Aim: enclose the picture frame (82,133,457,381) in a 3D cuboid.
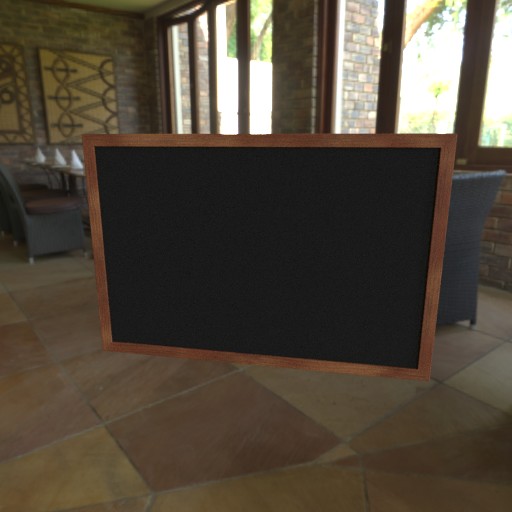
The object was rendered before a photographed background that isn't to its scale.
[{"bbox_3d":[0.000,0.000,1.204,0.950,0.640,0.029,3,15,10],"label":"picture frame"}]
